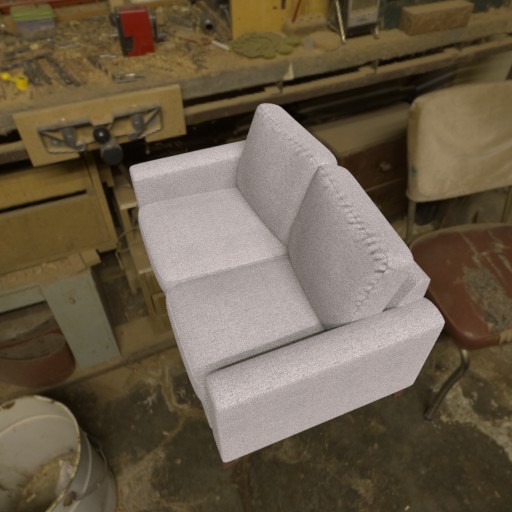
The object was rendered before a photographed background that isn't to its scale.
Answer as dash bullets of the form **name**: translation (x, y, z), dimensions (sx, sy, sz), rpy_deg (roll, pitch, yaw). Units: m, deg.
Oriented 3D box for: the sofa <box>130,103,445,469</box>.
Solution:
- **sofa**: translation (0.000, 0.000, 2.050), dimensions (0.917, 0.873, 1.420), rpy_deg (-16, 49, -15)
